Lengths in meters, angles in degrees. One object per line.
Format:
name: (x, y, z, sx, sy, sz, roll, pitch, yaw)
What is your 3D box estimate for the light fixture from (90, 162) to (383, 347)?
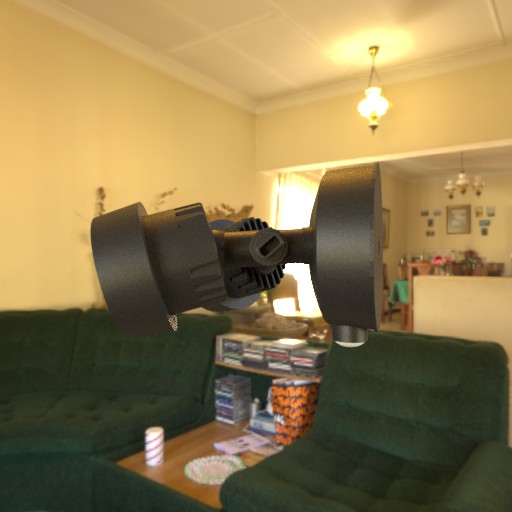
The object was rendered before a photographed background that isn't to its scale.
light fixture: (0.000, 0.000, 0.314, 0.168, 0.120, 0.213, 0, 0, 18)
